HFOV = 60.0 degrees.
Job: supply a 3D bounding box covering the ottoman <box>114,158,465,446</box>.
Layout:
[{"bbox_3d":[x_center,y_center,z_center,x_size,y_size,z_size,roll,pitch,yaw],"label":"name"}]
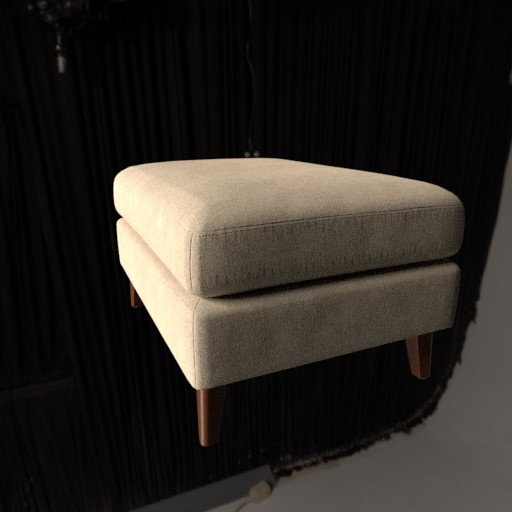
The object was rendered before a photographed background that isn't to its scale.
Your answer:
[{"bbox_3d":[0.000,0.000,1.190,0.610,0.478,0.823,-8,18,-24],"label":"ottoman"}]
